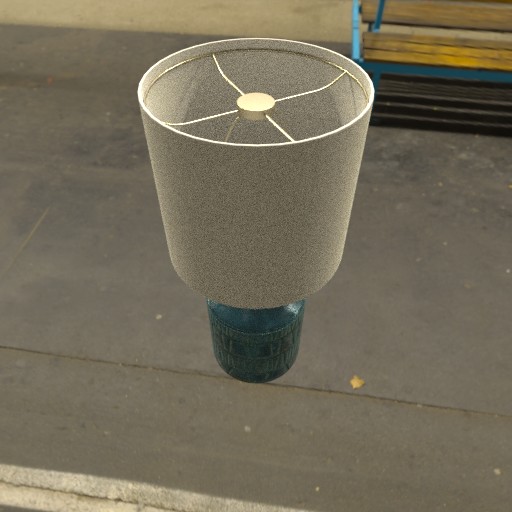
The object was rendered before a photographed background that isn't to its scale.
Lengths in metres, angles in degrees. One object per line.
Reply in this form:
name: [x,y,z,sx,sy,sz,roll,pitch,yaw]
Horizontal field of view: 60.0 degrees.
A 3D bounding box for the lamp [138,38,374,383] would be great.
lamp: [0.000,0.000,0.565,0.211,0.455,0.211,-10,47,-9]
